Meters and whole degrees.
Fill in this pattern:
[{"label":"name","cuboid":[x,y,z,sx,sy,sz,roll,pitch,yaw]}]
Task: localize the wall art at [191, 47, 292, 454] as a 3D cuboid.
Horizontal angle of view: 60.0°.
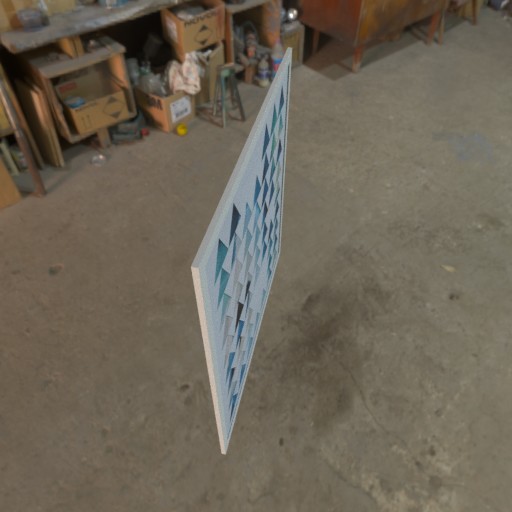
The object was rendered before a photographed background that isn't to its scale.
[{"label":"wall art","cuboid":[0.000,0.000,1.231,0.012,0.809,0.809,10,48,9]}]
